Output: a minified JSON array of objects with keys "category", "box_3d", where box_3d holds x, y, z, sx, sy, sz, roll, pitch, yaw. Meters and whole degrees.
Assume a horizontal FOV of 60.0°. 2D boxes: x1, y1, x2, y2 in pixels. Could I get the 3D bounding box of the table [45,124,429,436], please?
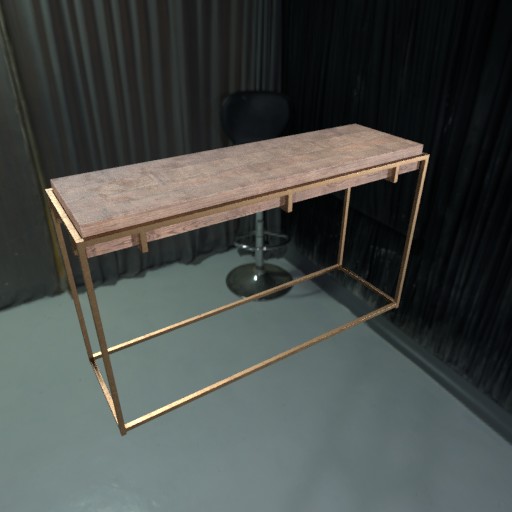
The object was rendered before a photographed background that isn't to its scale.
[{"category":"table","box_3d":[0.000,0.000,1.839,1.400,0.820,0.440,-18,35,-27]}]
